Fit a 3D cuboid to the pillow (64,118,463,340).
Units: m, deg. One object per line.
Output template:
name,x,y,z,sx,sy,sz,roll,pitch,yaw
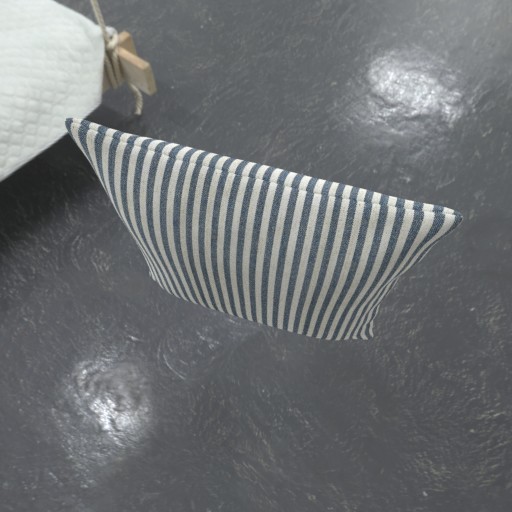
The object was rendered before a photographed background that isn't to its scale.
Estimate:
pillow,0.000,0.000,0.774,0.523,0.510,0.166,15,64,8
